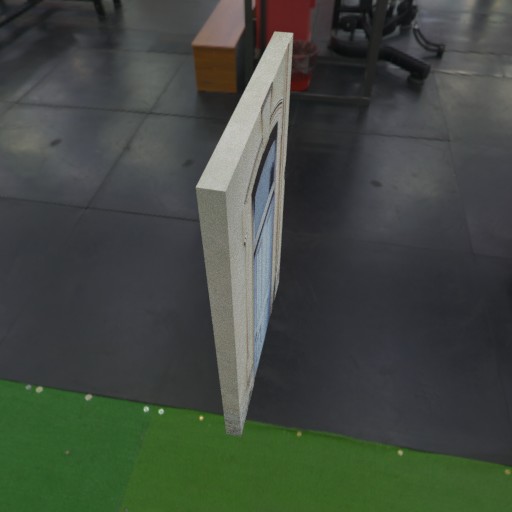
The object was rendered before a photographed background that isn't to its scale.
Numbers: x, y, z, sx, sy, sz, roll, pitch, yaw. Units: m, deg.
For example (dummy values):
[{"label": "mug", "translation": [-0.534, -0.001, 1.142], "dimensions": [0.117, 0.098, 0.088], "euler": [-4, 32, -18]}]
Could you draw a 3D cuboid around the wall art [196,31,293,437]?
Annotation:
[{"label": "wall art", "translation": [0.000, 0.000, 0.985], "dimensions": [0.038, 0.764, 0.508], "euler": [9, 48, 9]}]
